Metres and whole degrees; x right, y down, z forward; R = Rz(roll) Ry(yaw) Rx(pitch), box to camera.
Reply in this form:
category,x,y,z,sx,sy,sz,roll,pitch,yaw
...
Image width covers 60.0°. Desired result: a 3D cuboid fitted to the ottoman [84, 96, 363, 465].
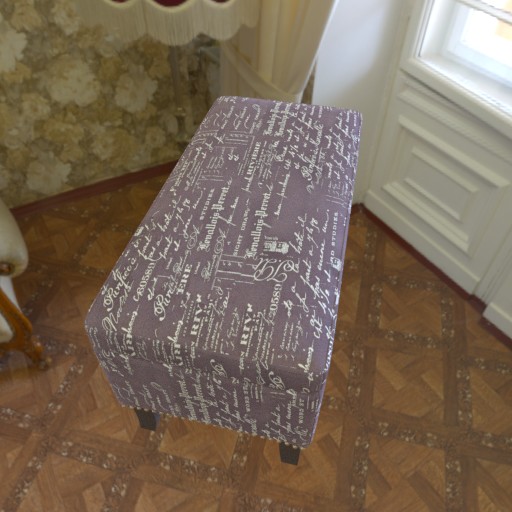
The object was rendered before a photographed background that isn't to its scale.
category,x,y,z,sx,sy,sz,roll,pitch,yaw
ottoman,0.000,0.000,1.087,0.406,0.457,0.813,10,48,9
